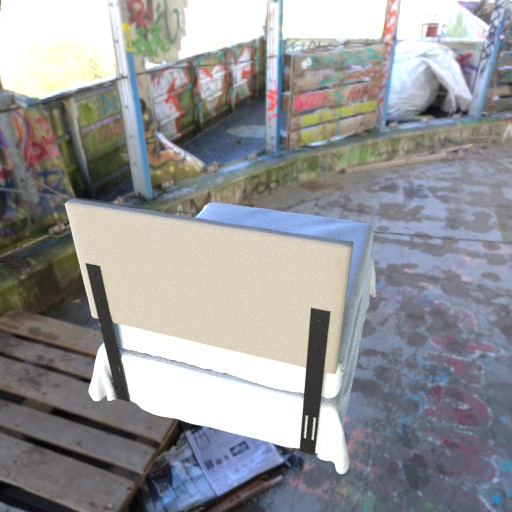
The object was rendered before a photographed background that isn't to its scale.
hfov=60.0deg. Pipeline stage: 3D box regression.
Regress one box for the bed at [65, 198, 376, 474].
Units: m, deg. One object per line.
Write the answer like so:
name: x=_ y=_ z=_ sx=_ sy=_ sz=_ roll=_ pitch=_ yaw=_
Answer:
bed: x=0.000 y=0.000 z=3.519 sx=1.936 sy=1.577 sz=2.222 roll=10 pitch=32 yaw=16
